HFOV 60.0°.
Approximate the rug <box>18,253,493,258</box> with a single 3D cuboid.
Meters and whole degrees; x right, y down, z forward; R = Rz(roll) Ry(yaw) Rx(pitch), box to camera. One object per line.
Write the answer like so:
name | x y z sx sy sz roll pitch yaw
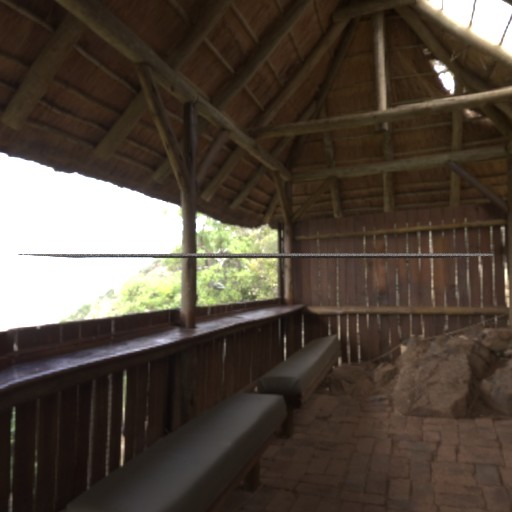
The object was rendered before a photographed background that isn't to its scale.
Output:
rug | 0.000 0.000 1.971 1.827 0.012 0.553 0 -1 -1
